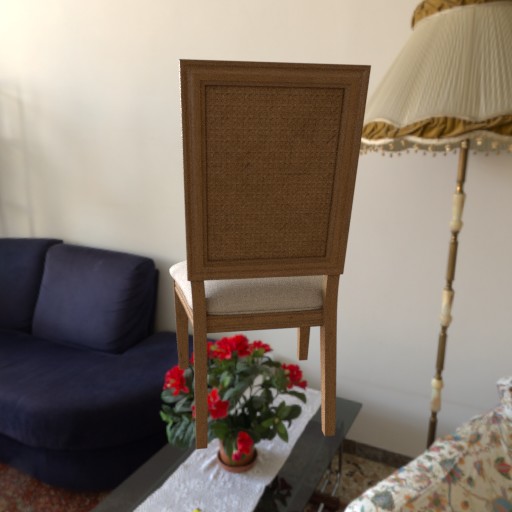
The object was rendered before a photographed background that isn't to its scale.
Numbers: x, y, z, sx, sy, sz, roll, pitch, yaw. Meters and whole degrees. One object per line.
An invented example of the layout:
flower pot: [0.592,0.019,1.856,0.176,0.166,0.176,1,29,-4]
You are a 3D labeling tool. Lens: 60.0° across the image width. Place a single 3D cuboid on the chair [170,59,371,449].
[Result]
chair: [0.000,0.000,1.336,0.536,0.988,0.601,-2,13,-9]
